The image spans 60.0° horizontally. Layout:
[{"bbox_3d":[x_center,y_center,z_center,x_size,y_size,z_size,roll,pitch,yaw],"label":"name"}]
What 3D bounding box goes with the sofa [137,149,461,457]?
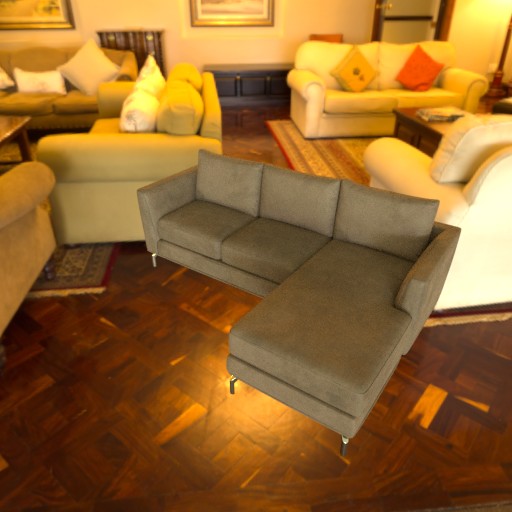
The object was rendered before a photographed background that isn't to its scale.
[{"bbox_3d":[0.000,0.000,3.288,2.438,0.987,1.622,20,36,30],"label":"sofa"}]
